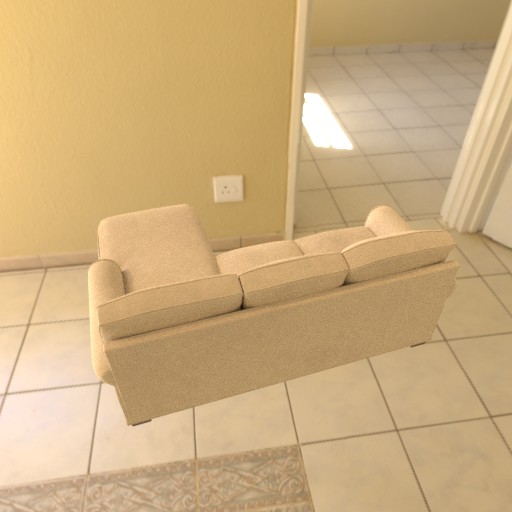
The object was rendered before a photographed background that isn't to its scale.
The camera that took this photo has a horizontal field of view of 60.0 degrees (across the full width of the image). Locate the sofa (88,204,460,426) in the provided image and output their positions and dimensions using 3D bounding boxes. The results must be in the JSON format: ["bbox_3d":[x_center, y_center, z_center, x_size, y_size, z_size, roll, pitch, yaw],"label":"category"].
[{"bbox_3d":[0.000,0.000,2.467,1.770,0.734,1.226,-12,43,-13],"label":"sofa"}]
